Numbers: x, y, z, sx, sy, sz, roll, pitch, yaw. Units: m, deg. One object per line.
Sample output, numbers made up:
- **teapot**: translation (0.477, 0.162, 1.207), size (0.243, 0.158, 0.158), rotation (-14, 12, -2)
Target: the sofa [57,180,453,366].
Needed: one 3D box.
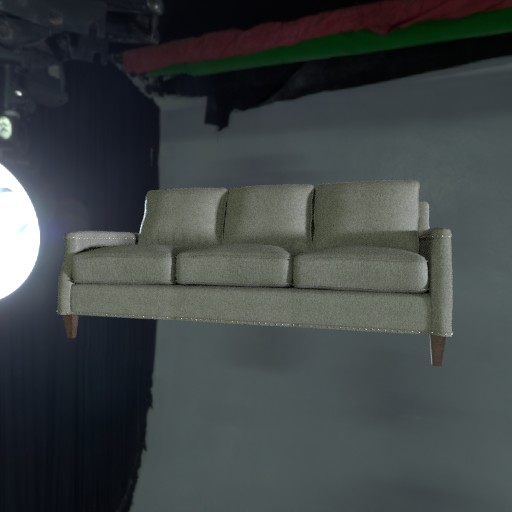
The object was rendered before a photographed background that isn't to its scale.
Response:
- **sofa**: translation (0.000, 0.000, 2.873), size (2.246, 1.003, 1.084), rotation (0, 2, 17)
